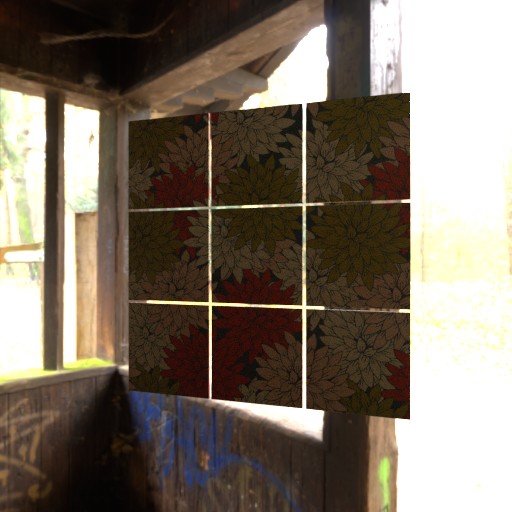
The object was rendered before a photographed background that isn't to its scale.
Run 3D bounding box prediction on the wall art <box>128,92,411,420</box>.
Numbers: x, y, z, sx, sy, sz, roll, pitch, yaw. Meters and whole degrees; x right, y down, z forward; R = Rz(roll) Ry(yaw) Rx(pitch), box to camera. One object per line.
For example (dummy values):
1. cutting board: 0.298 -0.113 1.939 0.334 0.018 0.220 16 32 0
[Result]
1. wall art: 0.000 0.000 1.830 1.206 1.218 0.013 0 0 17
